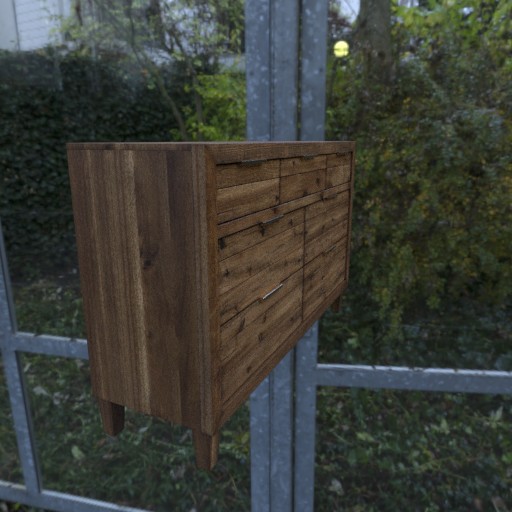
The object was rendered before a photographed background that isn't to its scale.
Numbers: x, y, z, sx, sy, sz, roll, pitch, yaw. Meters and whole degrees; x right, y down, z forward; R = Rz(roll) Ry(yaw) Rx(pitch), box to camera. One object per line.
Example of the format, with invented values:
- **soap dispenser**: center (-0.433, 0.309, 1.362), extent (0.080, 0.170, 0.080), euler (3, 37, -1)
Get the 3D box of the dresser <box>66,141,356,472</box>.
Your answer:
- **dresser**: center (0.000, 0.000, 1.789), extent (0.438, 0.892, 1.387), euler (7, 16, 25)
